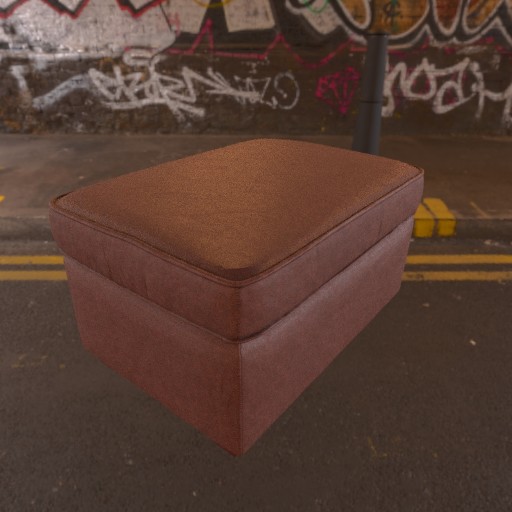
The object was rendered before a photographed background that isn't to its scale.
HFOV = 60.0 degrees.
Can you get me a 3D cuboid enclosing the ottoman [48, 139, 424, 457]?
[{"bbox_3d":[0.000,0.000,1.080,0.548,0.449,0.749,20,34,34],"label":"ottoman"}]
